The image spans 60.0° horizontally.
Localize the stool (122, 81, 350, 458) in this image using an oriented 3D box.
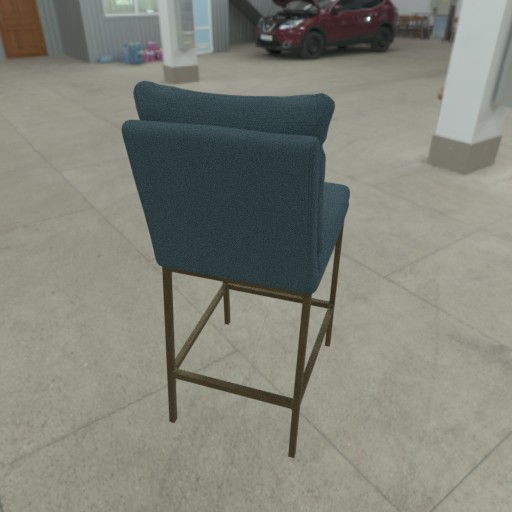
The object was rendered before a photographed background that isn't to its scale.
[{"bbox_3d":[0.000,0.000,1.335,0.463,1.032,0.568,10,32,16],"label":"stool"}]
